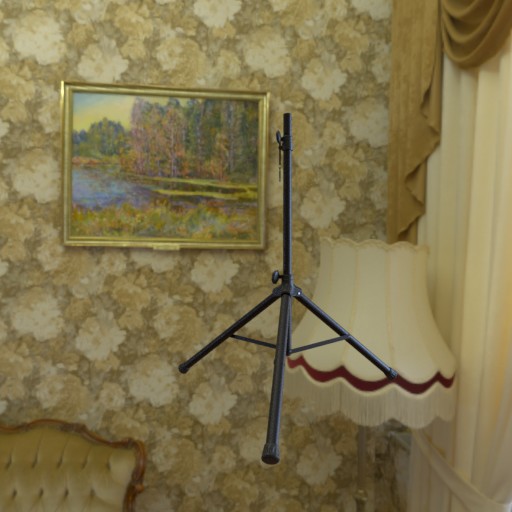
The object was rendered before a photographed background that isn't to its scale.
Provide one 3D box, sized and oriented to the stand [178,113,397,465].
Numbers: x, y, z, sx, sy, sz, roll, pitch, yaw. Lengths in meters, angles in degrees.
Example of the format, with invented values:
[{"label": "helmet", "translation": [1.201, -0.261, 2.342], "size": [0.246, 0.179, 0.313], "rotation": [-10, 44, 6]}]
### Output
[{"label": "stand", "translation": [0.000, 0.000, 1.866], "size": [0.907, 1.136, 1.045], "rotation": [1, 1, 37]}]
